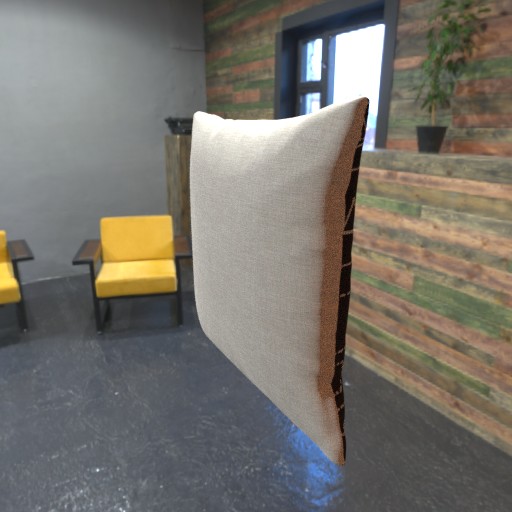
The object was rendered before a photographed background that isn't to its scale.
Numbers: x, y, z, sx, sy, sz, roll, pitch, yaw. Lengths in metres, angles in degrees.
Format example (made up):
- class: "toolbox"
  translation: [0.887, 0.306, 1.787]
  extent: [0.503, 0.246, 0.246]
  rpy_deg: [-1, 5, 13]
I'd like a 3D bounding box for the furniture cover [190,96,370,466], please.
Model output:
- class: "furniture cover"
  translation: [0.000, 0.000, 0.789]
  extent: [0.158, 0.508, 0.517]
  rpy_deg: [-9, 18, -28]
